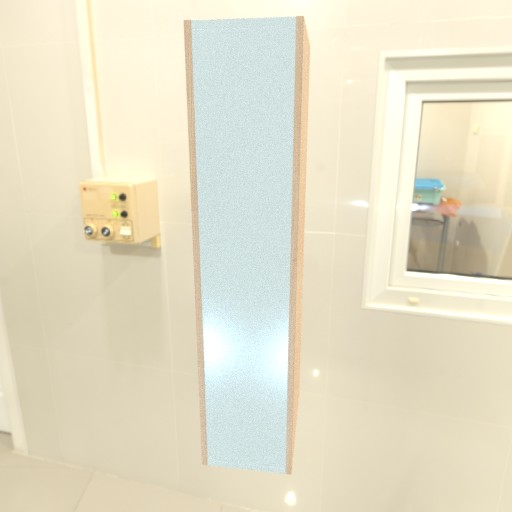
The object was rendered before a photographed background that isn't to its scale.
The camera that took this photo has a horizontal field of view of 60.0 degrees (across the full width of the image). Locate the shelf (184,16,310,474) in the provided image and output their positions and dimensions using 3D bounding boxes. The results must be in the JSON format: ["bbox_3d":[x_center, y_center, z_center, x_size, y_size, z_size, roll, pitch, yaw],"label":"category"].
[{"bbox_3d":[0.000,0.000,0.973,0.197,0.882,0.290,2,17,8],"label":"shelf"}]
